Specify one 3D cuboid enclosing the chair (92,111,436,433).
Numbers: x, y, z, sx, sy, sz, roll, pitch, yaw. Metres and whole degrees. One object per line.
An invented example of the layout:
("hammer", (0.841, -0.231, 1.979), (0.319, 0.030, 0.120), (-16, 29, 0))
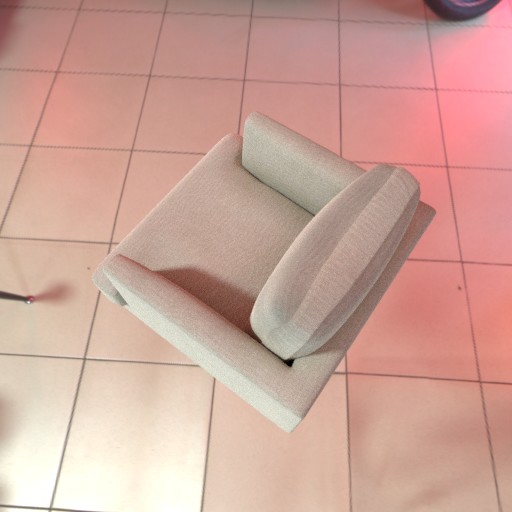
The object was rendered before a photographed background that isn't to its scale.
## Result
("chair", (0.000, 0.000, 1.626), (0.899, 0.957, 0.858), (33, 69, 15))
